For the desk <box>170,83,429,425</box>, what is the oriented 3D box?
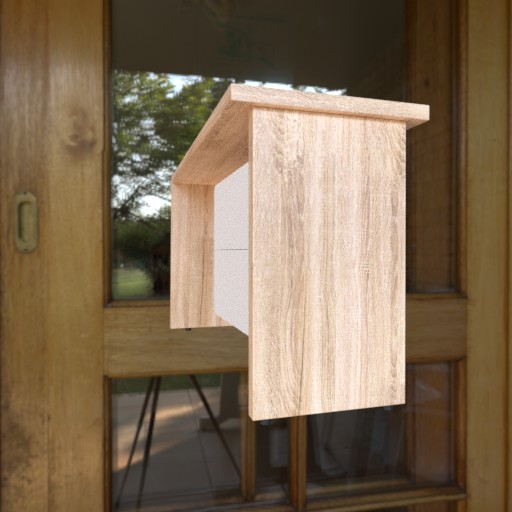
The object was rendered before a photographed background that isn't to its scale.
[{"bbox_3d":[0.000,0.000,1.640,0.500,0.750,1.300,0,1,-17],"label":"desk"}]
